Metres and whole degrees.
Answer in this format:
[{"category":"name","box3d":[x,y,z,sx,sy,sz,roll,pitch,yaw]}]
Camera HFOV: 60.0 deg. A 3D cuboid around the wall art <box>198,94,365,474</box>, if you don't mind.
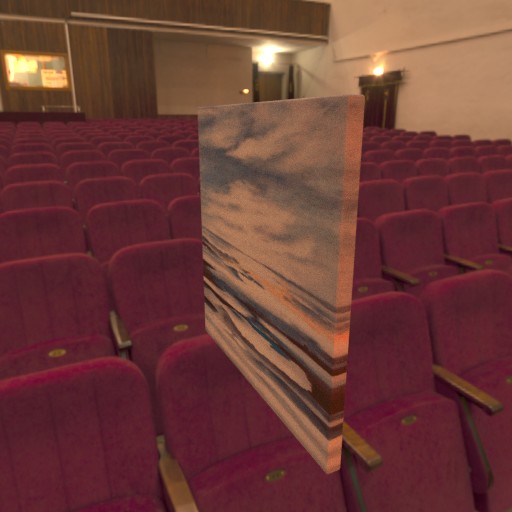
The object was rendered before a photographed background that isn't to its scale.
[{"category":"wall art","box3d":[0.000,0.000,1.143,0.035,0.747,0.747,-8,19,-25]}]
